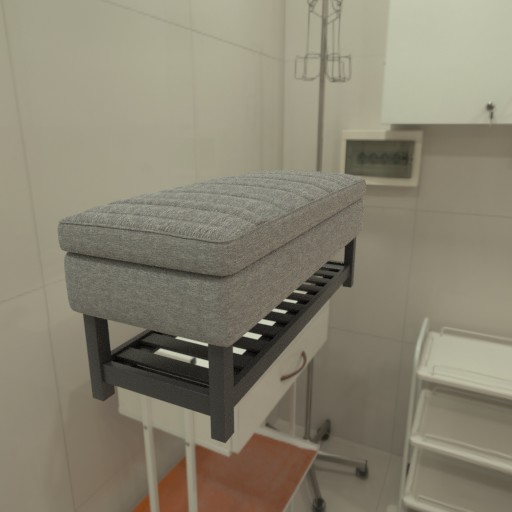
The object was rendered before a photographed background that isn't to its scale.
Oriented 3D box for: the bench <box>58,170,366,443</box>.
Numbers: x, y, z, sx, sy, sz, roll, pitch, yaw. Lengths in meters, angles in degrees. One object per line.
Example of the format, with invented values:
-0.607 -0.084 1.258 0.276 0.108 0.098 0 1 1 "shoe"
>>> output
0.000 0.000 1.355 0.429 0.470 1.100 8 18 25 "bench"
